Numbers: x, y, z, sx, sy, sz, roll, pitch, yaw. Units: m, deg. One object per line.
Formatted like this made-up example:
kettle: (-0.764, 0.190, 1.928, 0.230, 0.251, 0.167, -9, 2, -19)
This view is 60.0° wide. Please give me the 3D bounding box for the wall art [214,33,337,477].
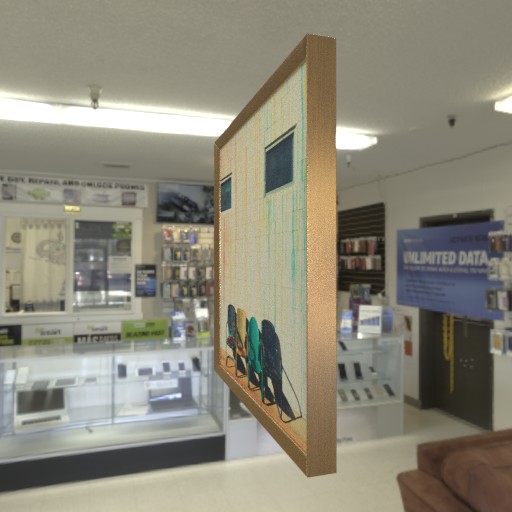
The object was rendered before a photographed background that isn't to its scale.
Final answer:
wall art: (0.000, 0.000, 0.749, 0.037, 0.505, 0.505, 0, 0, -17)
